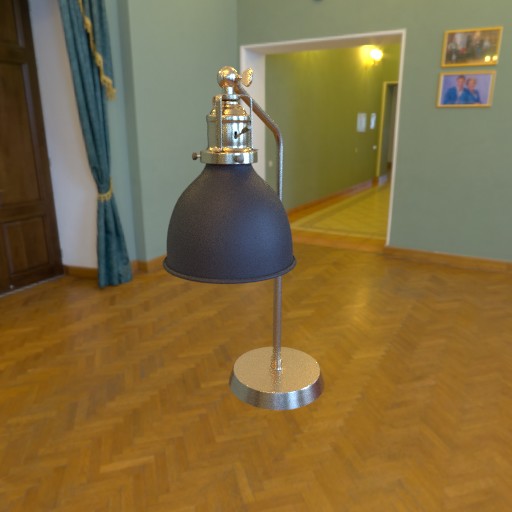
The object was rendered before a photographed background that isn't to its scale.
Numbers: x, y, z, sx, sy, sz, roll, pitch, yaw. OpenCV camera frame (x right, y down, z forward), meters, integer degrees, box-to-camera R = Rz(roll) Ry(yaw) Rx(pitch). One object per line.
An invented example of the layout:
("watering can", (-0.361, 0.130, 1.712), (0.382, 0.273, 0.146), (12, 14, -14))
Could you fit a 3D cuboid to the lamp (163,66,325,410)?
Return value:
("lamp", (0.000, 0.000, 0.592), (0.160, 0.456, 0.291), (9, 19, 27))
